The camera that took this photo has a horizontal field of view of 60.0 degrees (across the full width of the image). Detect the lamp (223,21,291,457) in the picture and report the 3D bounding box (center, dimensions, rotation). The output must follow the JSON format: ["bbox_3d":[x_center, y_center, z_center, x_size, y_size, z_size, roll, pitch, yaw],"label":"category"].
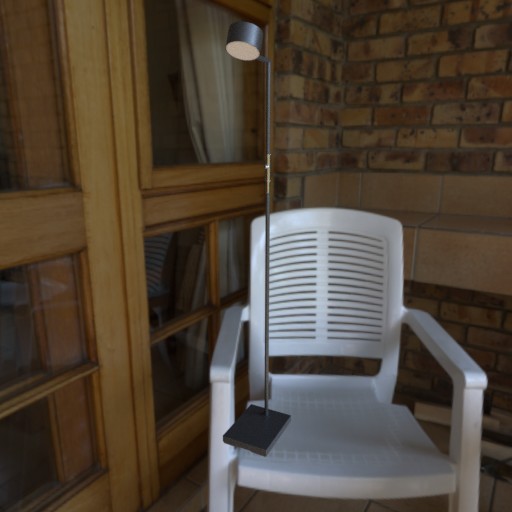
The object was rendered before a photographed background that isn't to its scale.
[{"bbox_3d":[0.000,0.000,1.721,0.203,1.600,0.304,7,16,26],"label":"lamp"}]
